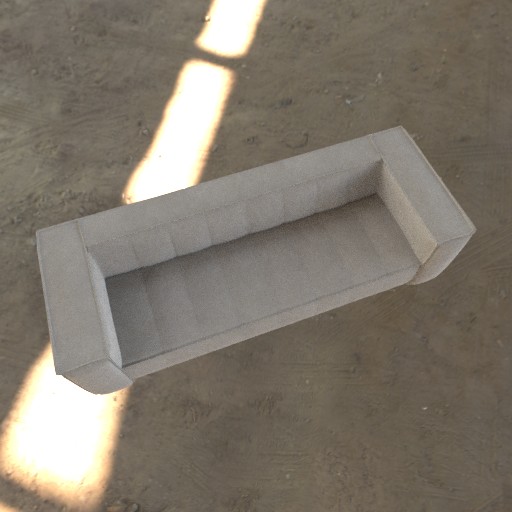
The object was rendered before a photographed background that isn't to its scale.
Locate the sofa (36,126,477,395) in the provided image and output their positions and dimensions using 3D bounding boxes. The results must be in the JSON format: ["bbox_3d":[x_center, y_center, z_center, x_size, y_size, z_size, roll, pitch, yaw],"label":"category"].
[{"bbox_3d":[0.000,0.000,3.106,2.697,0.680,1.038,-18,63,-9],"label":"sofa"}]
